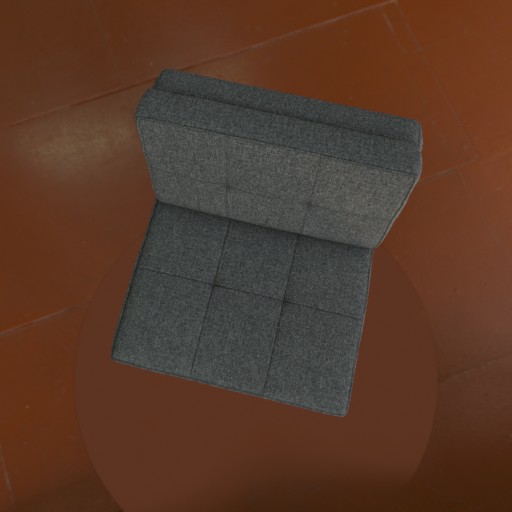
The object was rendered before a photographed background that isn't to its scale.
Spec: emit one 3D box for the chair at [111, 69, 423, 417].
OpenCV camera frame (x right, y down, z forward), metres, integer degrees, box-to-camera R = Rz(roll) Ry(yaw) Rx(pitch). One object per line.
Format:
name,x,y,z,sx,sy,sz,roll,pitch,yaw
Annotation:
chair,0.000,0.000,1.315,0.740,0.615,0.800,13,77,3
